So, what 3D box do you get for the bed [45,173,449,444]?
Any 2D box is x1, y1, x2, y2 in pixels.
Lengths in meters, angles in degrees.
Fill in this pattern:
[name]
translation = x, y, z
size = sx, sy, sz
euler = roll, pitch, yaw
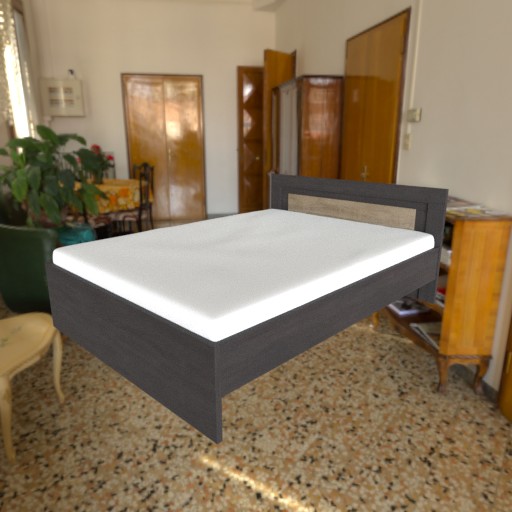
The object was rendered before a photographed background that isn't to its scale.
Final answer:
[bed]
translation = 0.000, 0.000, 2.896
size = 1.585, 0.823, 2.073
euler = 15, 22, 42
